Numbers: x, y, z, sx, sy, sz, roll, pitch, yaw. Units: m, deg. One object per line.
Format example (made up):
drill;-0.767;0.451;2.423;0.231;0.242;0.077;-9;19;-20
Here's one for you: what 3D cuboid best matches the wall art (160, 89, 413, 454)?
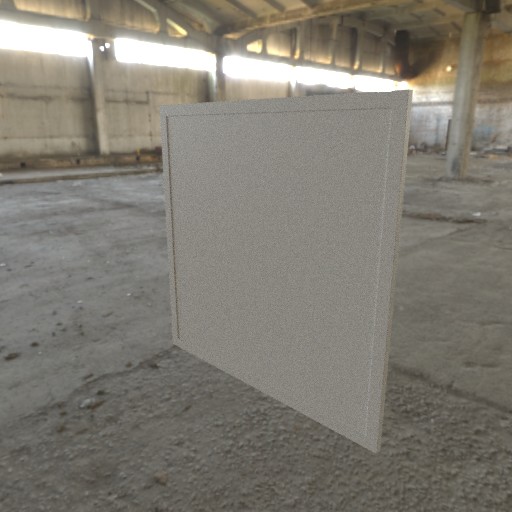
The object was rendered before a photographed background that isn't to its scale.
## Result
wall art;0.000;0.000;0.990;0.660;0.660;0.015;15;21;42
